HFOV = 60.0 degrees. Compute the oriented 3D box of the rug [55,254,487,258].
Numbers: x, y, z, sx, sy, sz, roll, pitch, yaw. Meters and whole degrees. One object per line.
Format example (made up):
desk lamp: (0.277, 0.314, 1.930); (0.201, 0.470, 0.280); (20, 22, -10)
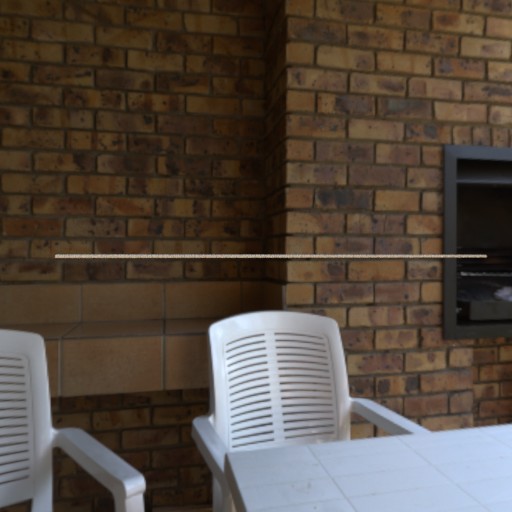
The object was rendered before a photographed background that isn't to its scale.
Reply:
rug: (0.000, 0.000, 2.797); (2.144, 0.013, 1.509); (0, 0, -18)
